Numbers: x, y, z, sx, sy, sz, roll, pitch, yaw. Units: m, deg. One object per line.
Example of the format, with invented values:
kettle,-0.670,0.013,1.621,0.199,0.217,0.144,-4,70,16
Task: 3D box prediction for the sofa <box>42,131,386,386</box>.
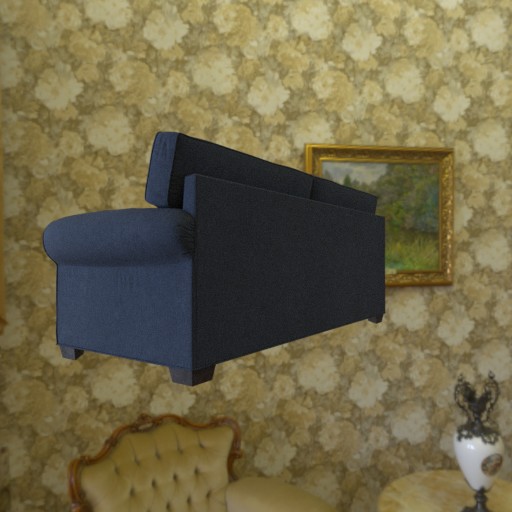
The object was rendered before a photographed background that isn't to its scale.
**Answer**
sofa,0.000,0.000,2.848,0.954,1.026,2.391,0,0,35
